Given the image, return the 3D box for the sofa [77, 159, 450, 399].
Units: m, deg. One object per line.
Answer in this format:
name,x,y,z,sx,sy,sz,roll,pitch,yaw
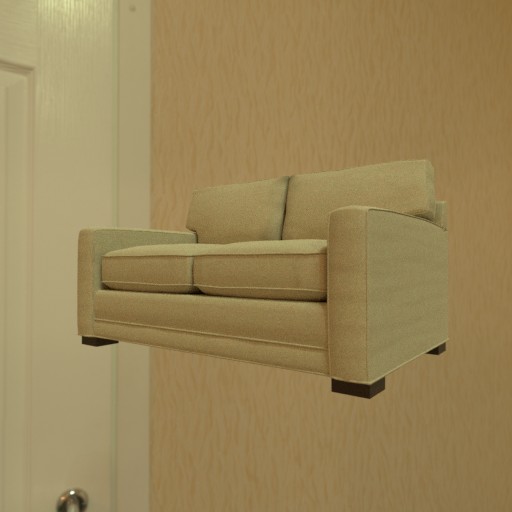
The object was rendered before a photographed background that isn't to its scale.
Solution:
sofa,0.000,0.000,2.070,1.484,0.853,0.942,-1,-1,37
